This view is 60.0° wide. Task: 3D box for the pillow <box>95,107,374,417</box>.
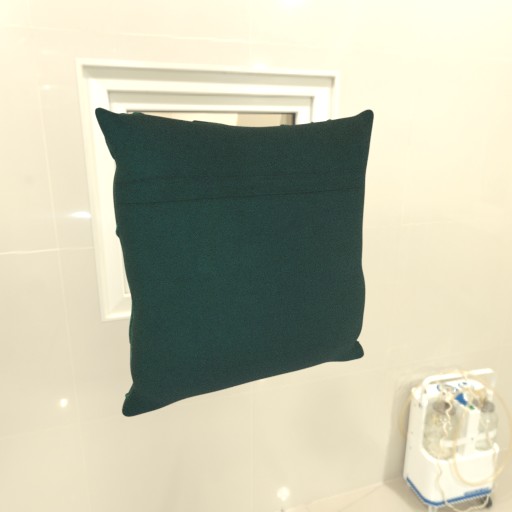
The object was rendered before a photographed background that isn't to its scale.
[{"bbox_3d":[0.000,0.000,0.686,0.439,0.440,0.184,-8,17,-25],"label":"pillow"}]
